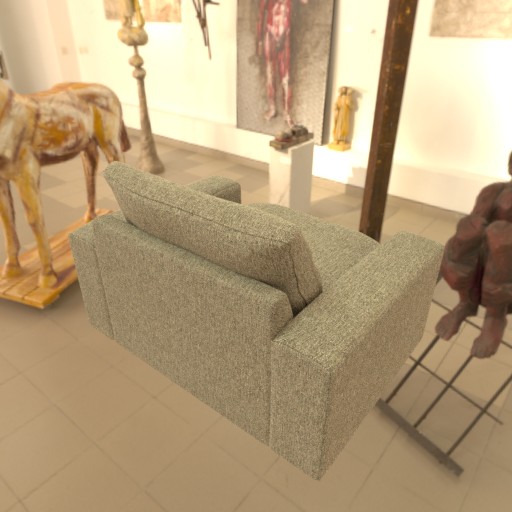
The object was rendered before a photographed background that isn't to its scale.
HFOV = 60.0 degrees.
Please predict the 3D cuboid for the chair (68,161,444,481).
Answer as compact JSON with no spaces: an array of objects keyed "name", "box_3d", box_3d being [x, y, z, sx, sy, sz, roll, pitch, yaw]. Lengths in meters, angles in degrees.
[{"name":"chair","box_3d":[0.000,0.000,2.053,1.398,0.915,1.039,22,37,33]}]
